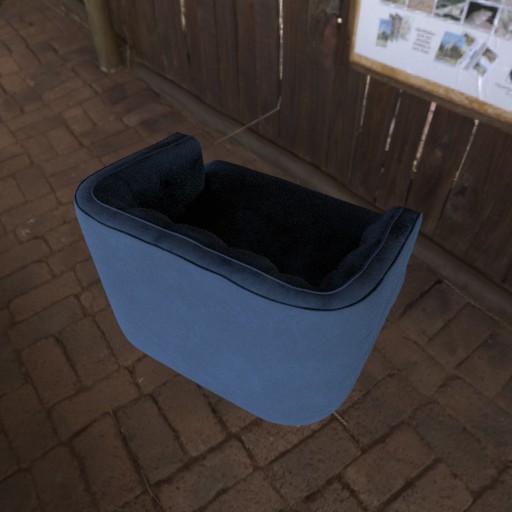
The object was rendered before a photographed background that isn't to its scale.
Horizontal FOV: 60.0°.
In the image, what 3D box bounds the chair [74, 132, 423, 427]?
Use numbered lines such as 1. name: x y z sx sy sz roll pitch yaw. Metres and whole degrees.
1. chair: 0.000 0.000 1.784 1.094 0.852 0.940 23 51 20
